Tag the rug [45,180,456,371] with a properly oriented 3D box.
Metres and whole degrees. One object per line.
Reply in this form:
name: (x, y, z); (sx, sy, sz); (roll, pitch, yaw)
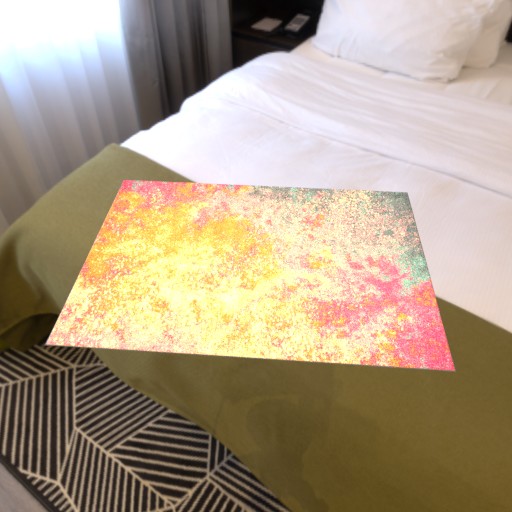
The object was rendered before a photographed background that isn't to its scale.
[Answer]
rug: (0.000, 0.000, 3.805); (2.896, 0.013, 2.007); (3, 46, 3)
